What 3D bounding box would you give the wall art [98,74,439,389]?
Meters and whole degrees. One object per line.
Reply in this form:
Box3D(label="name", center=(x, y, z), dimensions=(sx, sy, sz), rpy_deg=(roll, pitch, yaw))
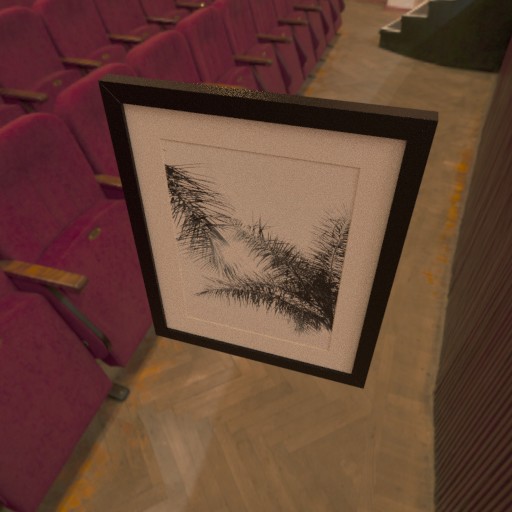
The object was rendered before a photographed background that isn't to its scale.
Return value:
Box3D(label="wall art", center=(0.000, 0.000, 0.763), dimensions=(0.457, 0.557, 0.028), rpy_deg=(11, 42, 13))
